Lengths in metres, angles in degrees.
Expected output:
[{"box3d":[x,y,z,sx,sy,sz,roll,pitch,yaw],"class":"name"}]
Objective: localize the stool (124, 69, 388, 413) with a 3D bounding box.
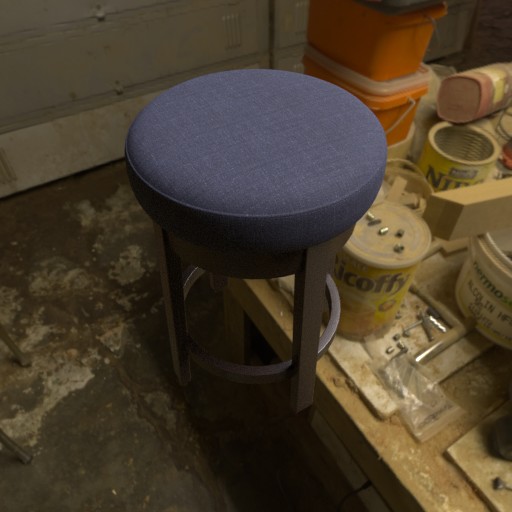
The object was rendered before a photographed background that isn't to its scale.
[{"box3d":[0.000,0.000,0.942,0.449,0.655,0.449,0,47,0],"class":"stool"}]
